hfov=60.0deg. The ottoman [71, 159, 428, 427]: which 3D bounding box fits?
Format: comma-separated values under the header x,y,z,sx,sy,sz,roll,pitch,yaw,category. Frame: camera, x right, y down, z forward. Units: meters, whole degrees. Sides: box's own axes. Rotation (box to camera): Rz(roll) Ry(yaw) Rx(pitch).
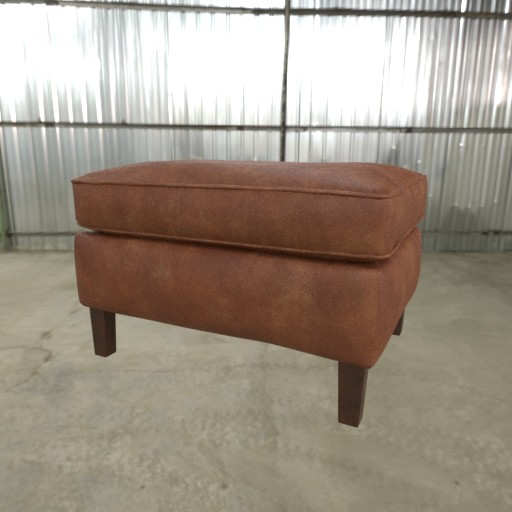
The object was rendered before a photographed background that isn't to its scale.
x,y,z,sx,sy,sz,roll,pitch,yaw,category
0.000,0.000,0.996,0.665,0.418,0.501,7,15,26,ottoman
